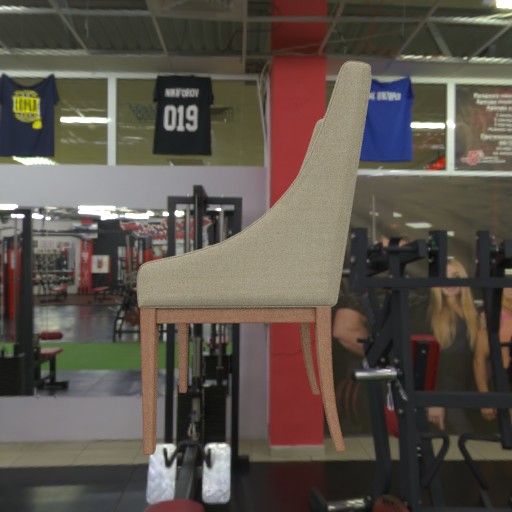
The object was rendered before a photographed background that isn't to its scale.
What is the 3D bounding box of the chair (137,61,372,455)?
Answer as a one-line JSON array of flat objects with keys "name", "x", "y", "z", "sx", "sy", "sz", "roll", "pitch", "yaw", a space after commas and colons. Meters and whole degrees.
[{"name": "chair", "x": 0.000, "y": 0.000, "z": 1.410, "sx": 0.611, "sy": 1.021, "sz": 0.575, "roll": 0, "pitch": 0, "yaw": 0}]
